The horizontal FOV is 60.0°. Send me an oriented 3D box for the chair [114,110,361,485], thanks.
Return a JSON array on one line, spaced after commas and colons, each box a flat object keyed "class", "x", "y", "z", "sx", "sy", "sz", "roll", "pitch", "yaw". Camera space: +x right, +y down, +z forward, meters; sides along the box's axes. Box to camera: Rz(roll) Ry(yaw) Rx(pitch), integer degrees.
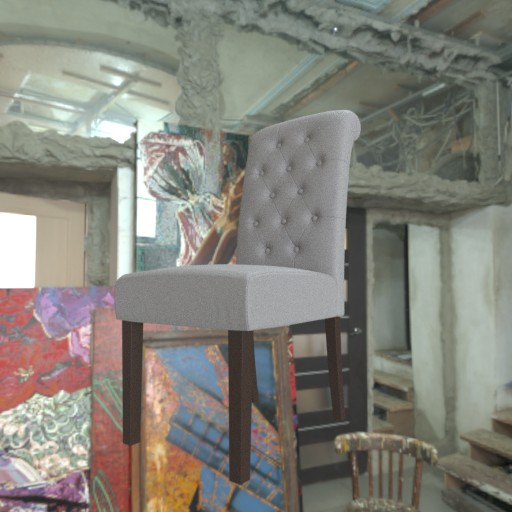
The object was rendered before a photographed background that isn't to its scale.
[{"class": "chair", "x": 0.000, "y": 0.000, "z": 1.336, "sx": 0.456, "sy": 1.006, "sz": 0.671, "roll": -2, "pitch": -4, "yaw": 37}]
